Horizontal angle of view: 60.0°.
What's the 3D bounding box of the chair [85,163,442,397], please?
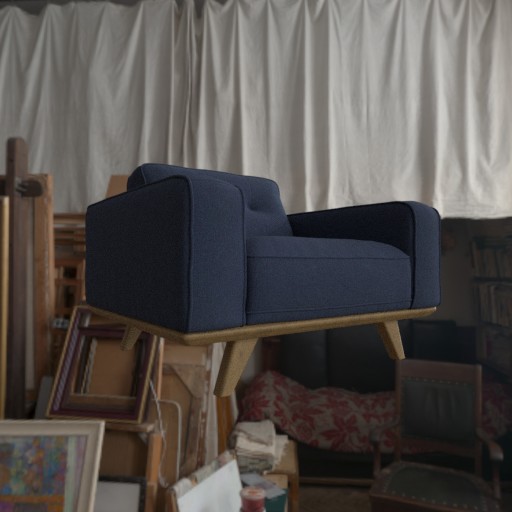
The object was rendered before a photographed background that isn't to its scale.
[{"bbox_3d":[0.000,0.000,1.765,1.118,0.783,0.953,0,-1,-36],"label":"chair"}]
